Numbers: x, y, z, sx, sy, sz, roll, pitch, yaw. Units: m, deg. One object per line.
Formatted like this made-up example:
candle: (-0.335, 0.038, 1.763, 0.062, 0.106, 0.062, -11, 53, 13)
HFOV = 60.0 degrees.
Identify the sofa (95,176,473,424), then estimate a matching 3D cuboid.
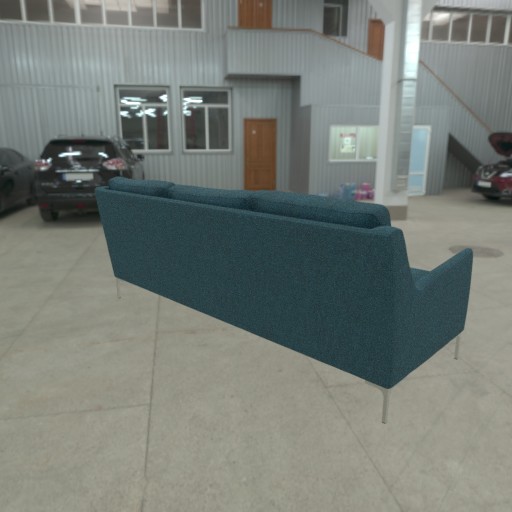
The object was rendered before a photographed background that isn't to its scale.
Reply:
sofa: (0.000, 0.000, 2.484, 2.060, 0.837, 0.849, 14, 20, 42)
